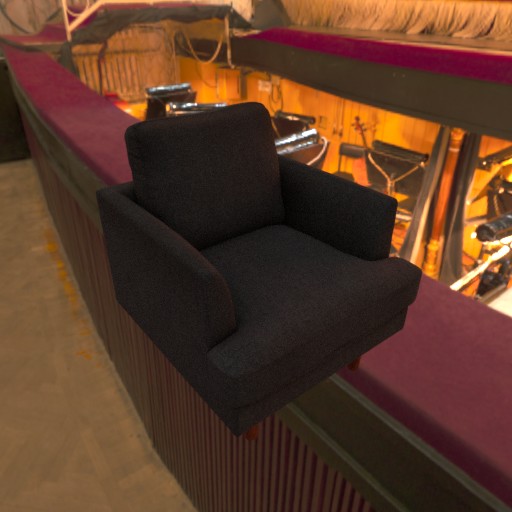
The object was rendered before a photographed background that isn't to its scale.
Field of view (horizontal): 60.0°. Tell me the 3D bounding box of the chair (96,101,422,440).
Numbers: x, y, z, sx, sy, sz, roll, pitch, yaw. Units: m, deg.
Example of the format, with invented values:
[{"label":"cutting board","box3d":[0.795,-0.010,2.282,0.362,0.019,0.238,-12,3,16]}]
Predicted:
[{"label":"chair","box3d":[0.000,0.000,1.649,0.858,0.957,0.899,-22,37,-32]}]
